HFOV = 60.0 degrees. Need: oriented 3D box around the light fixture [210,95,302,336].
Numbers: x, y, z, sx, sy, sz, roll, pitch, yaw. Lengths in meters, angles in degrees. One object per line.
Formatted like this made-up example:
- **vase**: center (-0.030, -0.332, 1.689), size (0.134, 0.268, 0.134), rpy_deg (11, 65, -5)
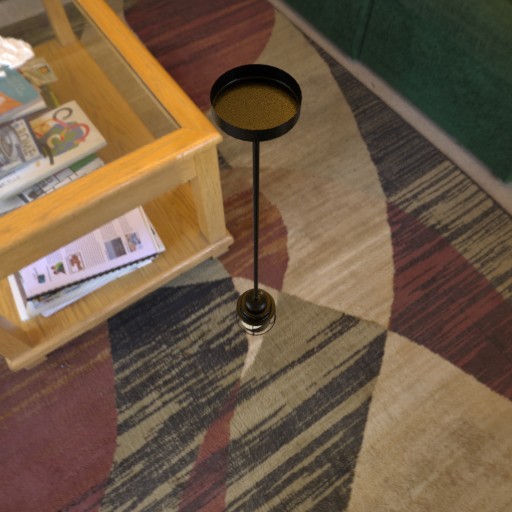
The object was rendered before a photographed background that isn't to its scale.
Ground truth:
- **light fixture**: center (0.000, 0.000, 0.999), size (0.123, 0.920, 0.123), rpy_deg (34, 67, 17)
